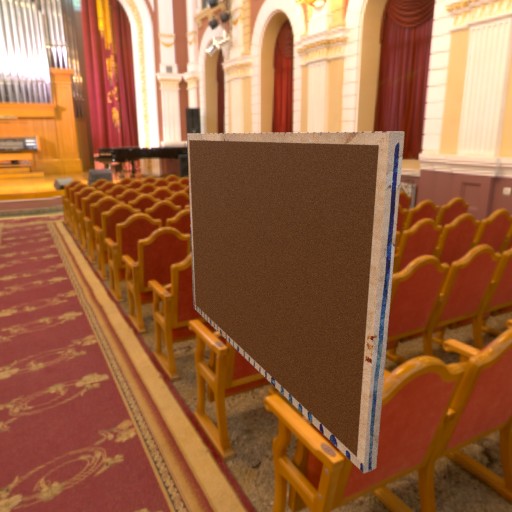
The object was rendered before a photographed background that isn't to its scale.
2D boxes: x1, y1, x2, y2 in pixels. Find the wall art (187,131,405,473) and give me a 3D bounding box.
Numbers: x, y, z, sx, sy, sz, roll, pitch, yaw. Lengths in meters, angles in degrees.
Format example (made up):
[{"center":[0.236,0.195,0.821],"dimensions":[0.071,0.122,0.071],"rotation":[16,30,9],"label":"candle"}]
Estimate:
[{"center":[0.000,0.000,1.138],"dimensions":[0.030,0.609,0.919],"rotation":[-8,17,-27],"label":"wall art"}]
